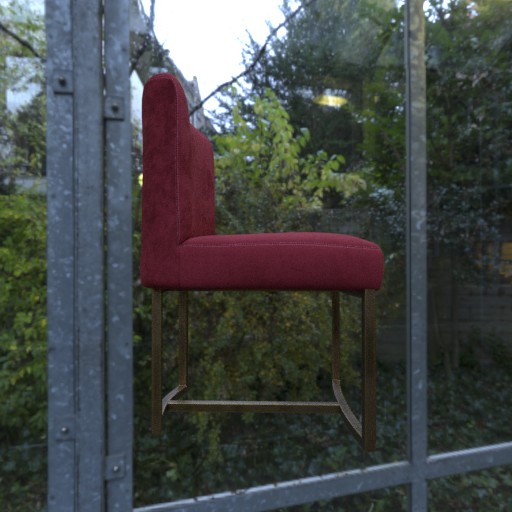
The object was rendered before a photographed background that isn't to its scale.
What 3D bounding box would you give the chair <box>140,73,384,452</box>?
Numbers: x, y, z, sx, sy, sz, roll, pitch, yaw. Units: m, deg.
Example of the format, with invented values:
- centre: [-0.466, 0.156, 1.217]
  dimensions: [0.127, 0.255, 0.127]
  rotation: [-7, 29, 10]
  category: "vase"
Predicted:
- centre: [0.000, 0.000, 1.183]
  dimensions: [0.560, 0.824, 0.530]
  rotation: [0, -1, 2]
  category: "chair"
